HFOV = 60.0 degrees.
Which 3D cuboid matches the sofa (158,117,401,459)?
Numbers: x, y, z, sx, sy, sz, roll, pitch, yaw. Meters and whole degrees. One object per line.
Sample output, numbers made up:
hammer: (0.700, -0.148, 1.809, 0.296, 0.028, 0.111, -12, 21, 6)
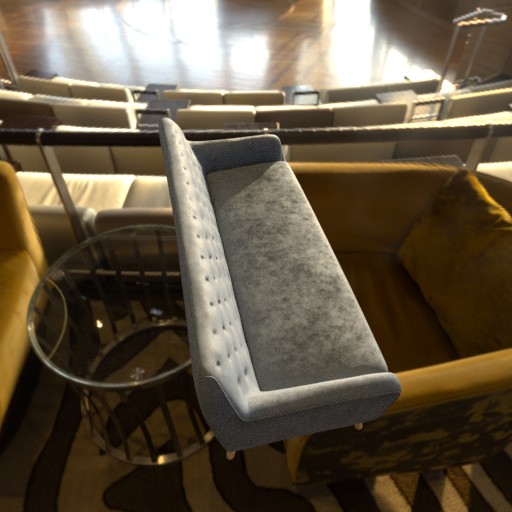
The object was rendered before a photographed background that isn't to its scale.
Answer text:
sofa: (0.000, 0.000, 2.449, 0.841, 0.832, 1.975, -9, 46, -9)
